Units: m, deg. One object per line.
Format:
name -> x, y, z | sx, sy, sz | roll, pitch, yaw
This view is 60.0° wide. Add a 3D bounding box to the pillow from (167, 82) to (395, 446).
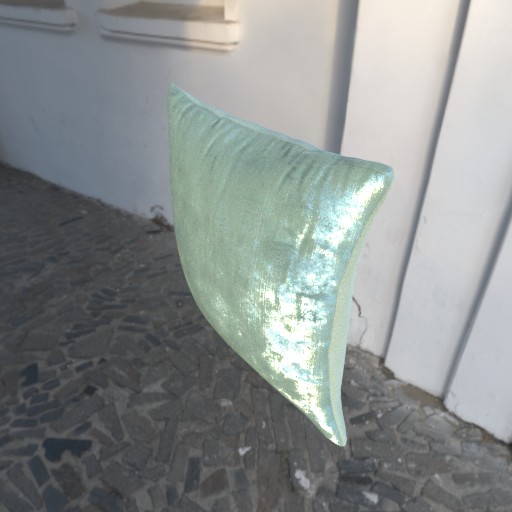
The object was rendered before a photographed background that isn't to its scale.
pillow -> 0.000, 0.000, 0.721 | 0.175, 0.464, 0.470 | -22, 39, -29
